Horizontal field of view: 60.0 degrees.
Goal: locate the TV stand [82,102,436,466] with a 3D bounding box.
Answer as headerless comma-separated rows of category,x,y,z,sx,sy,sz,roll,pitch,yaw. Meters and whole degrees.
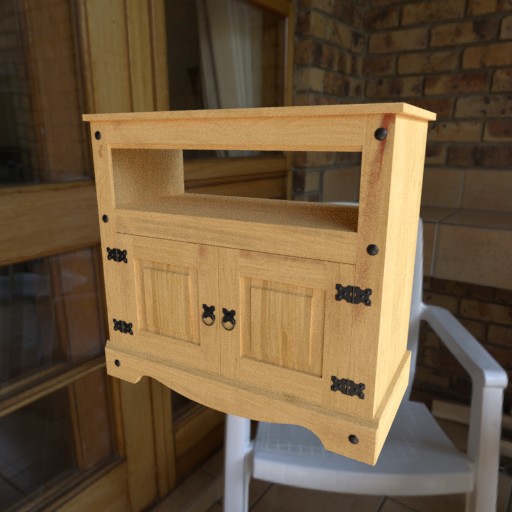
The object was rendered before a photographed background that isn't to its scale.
TV stand,0.000,0.000,1.288,0.851,0.787,0.430,8,17,28
